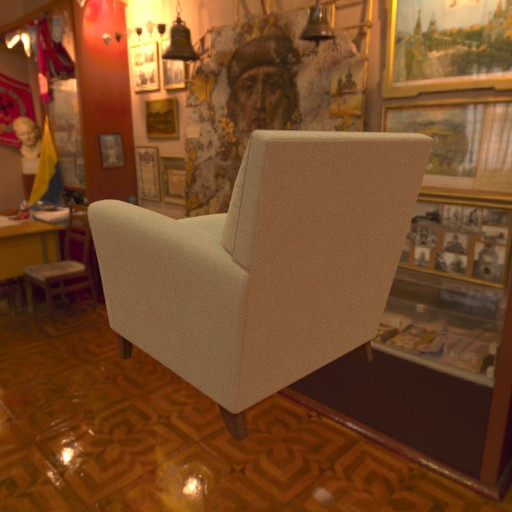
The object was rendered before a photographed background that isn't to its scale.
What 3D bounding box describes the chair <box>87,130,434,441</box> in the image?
[{"bbox_3d":[0.000,0.000,1.583,0.840,0.846,0.871,-14,20,-42],"label":"chair"}]
